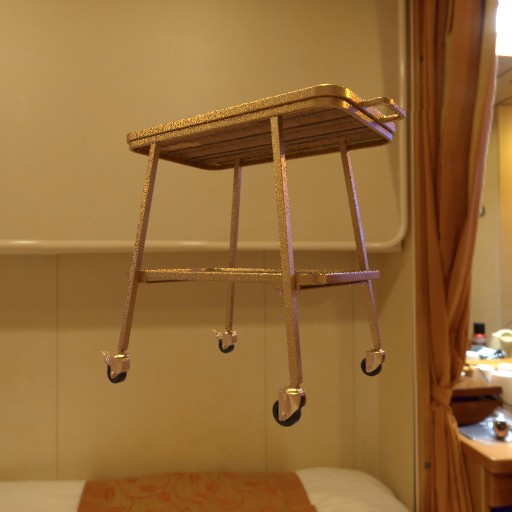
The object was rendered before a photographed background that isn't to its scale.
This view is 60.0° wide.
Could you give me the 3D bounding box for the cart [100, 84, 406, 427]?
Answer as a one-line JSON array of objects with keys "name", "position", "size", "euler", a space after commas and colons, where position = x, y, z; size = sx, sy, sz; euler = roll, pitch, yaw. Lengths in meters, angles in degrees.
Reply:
[{"name": "cart", "position": [0.000, 0.000, 1.250], "size": [0.806, 0.700, 0.524], "euler": [0, -1, 35]}]
